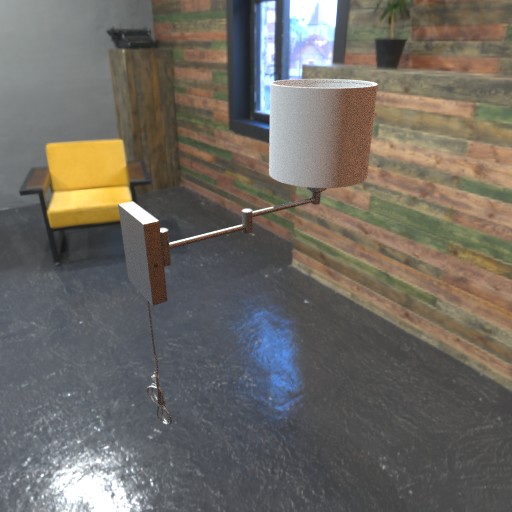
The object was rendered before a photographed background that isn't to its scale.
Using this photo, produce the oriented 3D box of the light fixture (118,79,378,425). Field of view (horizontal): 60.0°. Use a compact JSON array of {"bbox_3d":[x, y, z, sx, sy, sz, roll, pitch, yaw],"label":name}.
[{"bbox_3d":[0.000,0.000,0.913,0.516,0.651,0.203,-17,30,-31],"label":"light fixture"}]
